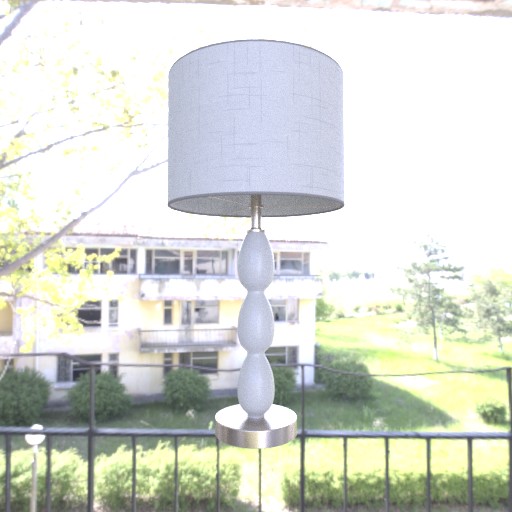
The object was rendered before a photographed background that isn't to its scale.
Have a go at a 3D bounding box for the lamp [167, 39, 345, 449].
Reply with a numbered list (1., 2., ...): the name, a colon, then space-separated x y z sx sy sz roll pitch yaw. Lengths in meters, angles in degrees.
1. lamp: 0.000 0.000 0.710 0.280 0.559 0.282 0 -1 0
